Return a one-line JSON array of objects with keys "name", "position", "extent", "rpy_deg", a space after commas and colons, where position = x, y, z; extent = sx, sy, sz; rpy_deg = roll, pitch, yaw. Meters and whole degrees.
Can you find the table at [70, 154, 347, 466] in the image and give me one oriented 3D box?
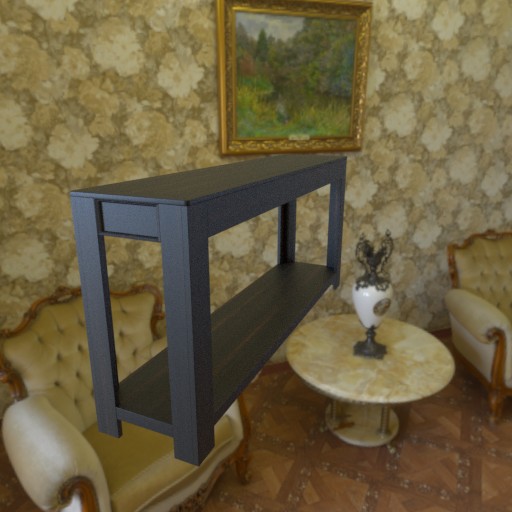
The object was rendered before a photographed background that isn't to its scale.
[{"name": "table", "position": [0.000, 0.000, 1.935], "extent": [0.384, 0.762, 1.631], "rpy_deg": [7, 18, 23]}]
